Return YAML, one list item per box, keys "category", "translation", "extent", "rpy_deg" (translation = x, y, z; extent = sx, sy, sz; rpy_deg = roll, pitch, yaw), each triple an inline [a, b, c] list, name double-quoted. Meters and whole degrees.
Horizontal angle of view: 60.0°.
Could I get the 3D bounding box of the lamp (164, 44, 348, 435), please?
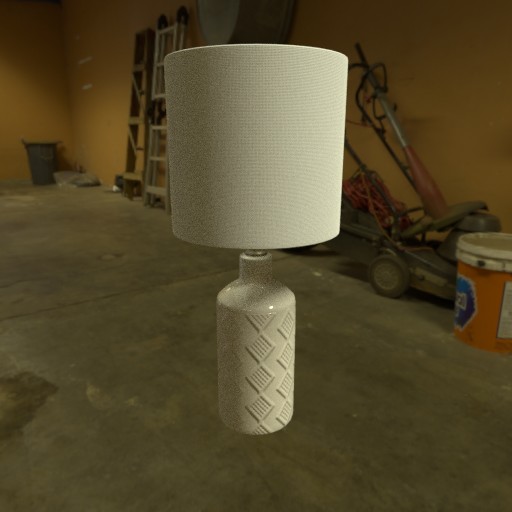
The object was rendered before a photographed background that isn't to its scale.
- category: "lamp"
  translation: [0.000, 0.000, 0.568]
  extent: [0.207, 0.461, 0.207]
  rpy_deg: [2, 16, 8]
